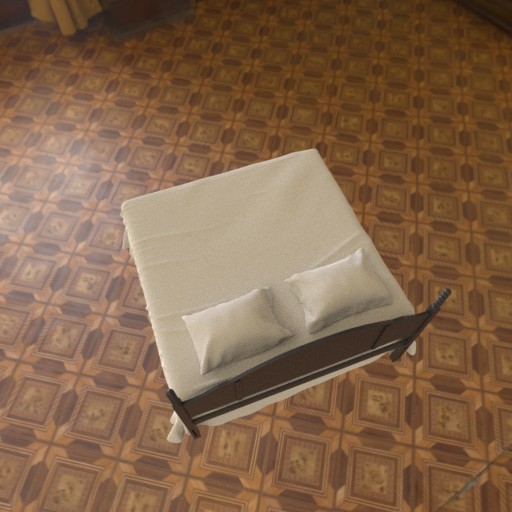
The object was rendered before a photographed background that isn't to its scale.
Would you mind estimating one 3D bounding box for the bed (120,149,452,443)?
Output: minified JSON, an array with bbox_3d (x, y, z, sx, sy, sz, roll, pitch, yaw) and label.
[{"bbox_3d":[0.000,0.000,3.799,2.322,1.355,2.219,-18,60,-11],"label":"bed"}]
